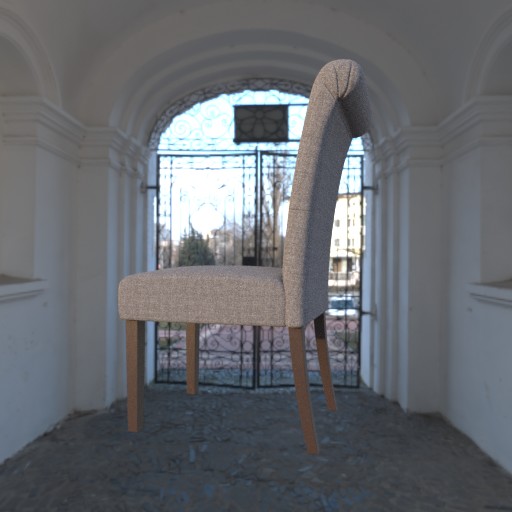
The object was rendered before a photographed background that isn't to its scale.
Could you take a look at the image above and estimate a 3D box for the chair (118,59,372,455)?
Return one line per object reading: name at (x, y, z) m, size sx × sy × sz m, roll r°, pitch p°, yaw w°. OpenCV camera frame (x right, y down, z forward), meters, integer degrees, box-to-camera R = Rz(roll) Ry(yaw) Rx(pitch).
chair at (0.000, 0.000, 1.362) m, size 0.671 × 1.006 × 0.456 m, roll 0°, pitch 0°, yaw 18°
